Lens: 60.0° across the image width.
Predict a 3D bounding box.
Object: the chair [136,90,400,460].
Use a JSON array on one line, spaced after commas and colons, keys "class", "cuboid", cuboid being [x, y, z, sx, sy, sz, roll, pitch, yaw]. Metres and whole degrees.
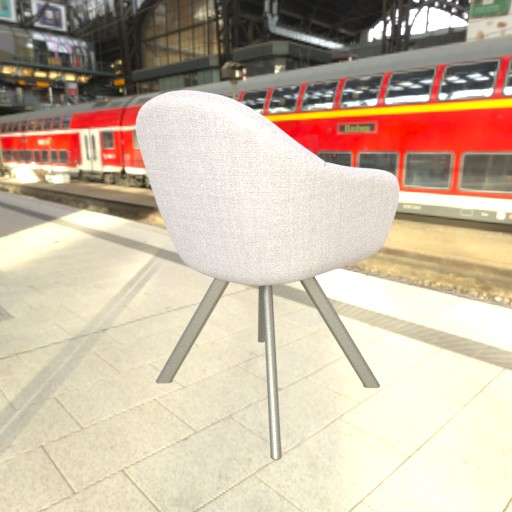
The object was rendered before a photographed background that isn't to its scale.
[{"class": "chair", "cuboid": [0.000, 0.000, 1.185, 0.550, 0.795, 0.590, -14, 19, -43]}]
